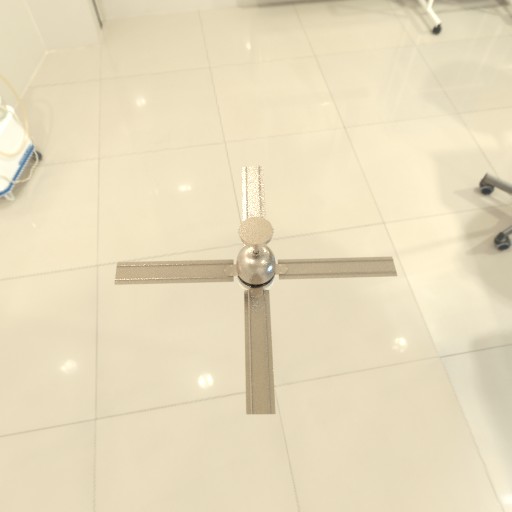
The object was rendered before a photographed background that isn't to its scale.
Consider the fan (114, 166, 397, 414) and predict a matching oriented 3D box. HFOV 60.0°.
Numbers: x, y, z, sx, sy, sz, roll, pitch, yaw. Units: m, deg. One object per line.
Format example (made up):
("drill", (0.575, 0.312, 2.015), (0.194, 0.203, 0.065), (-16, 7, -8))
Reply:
("fan", (0.000, 0.000, 2.029), (1.346, 0.406, 1.346), (-3, 58, -2))
